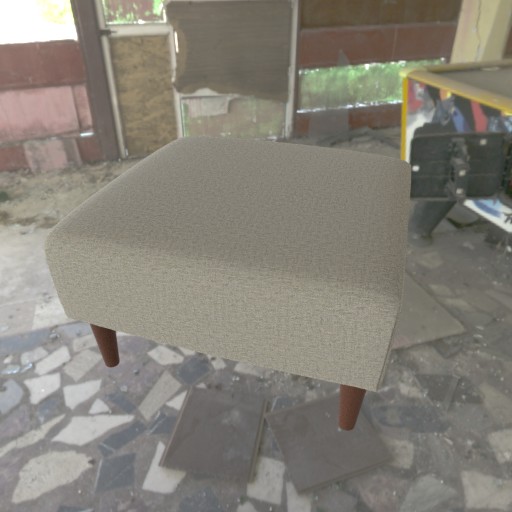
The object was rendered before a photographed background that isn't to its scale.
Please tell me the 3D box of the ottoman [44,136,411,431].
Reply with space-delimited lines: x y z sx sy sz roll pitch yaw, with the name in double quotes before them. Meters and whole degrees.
"ottoman" 0.000 0.000 1.070 0.655 0.399 0.648 10 35 15
